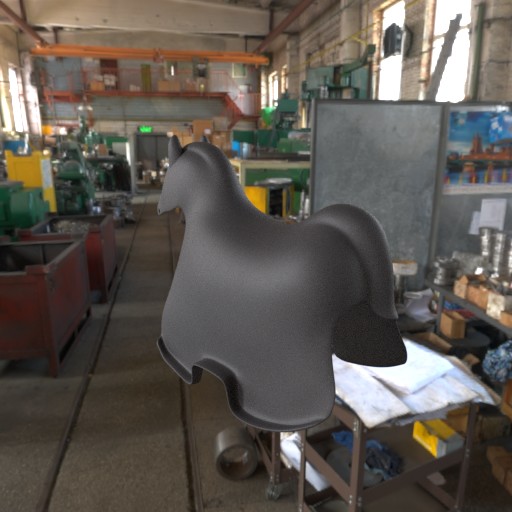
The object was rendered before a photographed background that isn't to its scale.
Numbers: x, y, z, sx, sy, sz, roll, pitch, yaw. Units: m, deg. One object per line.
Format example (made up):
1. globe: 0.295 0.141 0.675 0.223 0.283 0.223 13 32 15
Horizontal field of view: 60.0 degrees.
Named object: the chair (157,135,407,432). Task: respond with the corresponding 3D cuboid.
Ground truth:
1. chair: 0.000 0.000 1.147 0.800 0.612 0.429 14 19 43
